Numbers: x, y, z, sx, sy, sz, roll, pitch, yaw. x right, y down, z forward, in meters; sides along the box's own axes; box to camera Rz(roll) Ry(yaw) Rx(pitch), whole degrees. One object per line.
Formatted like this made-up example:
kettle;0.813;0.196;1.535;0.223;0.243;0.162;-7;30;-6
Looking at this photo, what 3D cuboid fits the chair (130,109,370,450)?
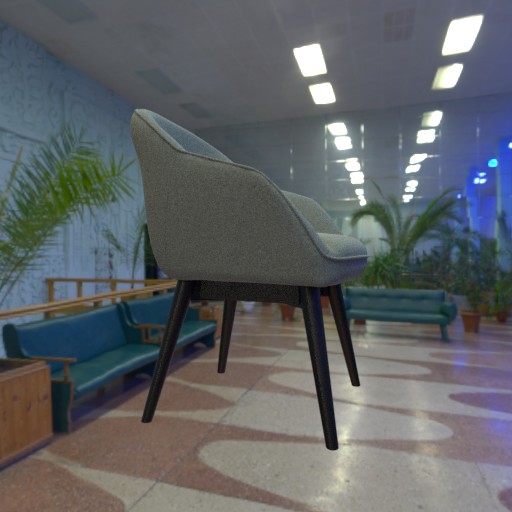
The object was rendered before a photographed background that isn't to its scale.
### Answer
chair;0.000;0.000;1.238;0.611;0.810;0.589;0;1;19
